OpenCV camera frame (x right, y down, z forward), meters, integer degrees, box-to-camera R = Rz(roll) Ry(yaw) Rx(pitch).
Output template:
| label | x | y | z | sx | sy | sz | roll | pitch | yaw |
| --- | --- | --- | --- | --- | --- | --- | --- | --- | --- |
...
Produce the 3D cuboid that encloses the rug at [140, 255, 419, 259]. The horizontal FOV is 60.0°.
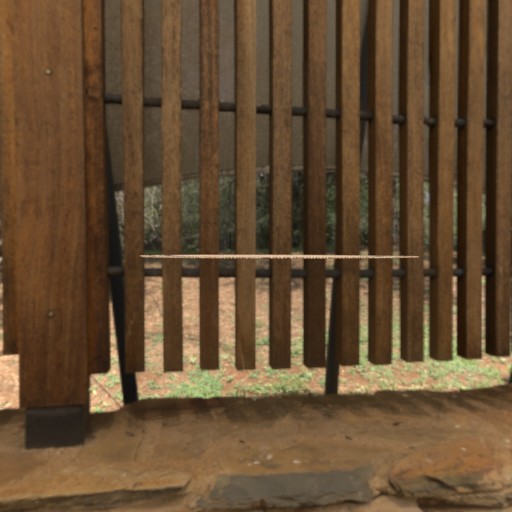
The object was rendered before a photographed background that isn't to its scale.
| label | x | y | z | sx | sy | sz | roll | pitch | yaw |
| --- | --- | --- | --- | --- | --- | --- | --- | --- | --- |
| rug | 0.000 | 0.000 | 3.000 | 1.520 | 0.006 | 2.432 | 0 | 0 | -16 |
